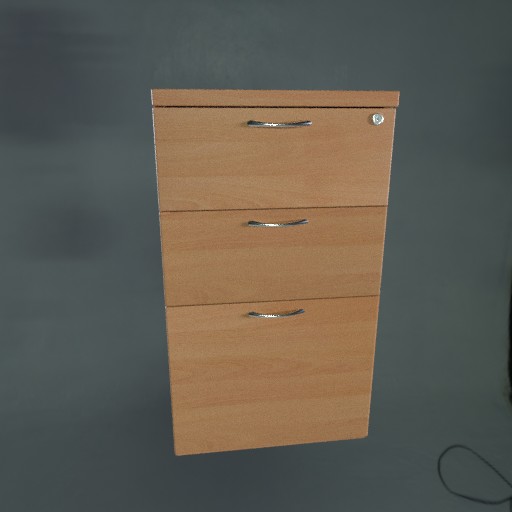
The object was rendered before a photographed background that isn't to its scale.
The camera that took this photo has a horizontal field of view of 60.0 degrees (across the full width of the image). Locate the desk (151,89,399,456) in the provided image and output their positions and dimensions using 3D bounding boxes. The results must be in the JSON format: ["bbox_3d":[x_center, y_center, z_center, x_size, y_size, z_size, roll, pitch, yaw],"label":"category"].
[{"bbox_3d":[0.000,0.000,1.090,0.404,0.730,0.600,-2,17,-7],"label":"desk"}]
